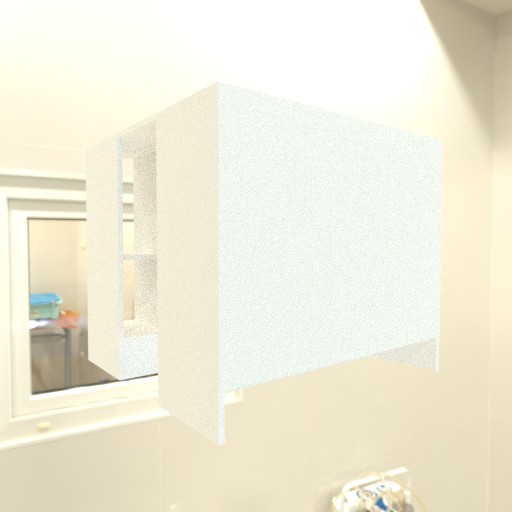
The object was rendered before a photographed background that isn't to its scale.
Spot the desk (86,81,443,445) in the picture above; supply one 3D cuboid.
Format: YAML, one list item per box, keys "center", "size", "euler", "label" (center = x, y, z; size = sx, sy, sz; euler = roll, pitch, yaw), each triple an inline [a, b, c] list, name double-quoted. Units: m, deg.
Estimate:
- center: [0.000, 0.000, 1.645]
  size: [0.940, 0.818, 0.926]
  euler: [-2, 2, -38]
  label: "desk"
